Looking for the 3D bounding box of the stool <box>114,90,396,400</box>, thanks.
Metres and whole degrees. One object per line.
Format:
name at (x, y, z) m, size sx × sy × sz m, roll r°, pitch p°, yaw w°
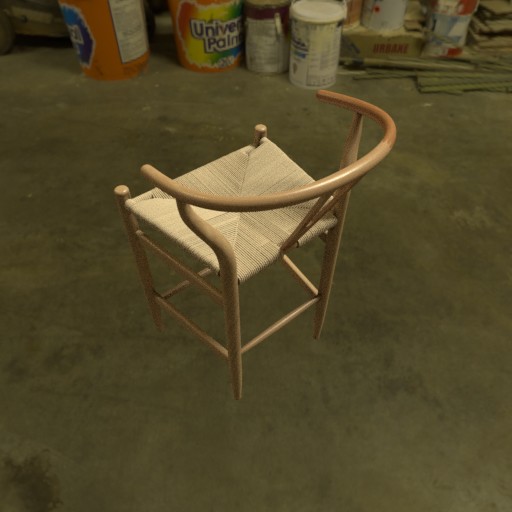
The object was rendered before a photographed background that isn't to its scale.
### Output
stool at (0.000, 0.000, 1.279) m, size 0.536 × 0.923 × 0.575 m, roll -31°, pitch 54°, yaw -26°
